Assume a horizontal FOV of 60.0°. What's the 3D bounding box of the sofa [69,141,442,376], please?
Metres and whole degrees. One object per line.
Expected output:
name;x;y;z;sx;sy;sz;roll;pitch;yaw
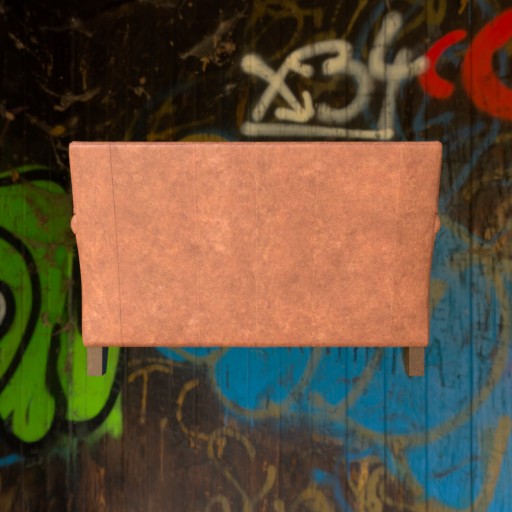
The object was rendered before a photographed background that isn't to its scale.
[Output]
sofa;0.000;0.000;2.182;1.527;1.004;1.077;0;0;0
